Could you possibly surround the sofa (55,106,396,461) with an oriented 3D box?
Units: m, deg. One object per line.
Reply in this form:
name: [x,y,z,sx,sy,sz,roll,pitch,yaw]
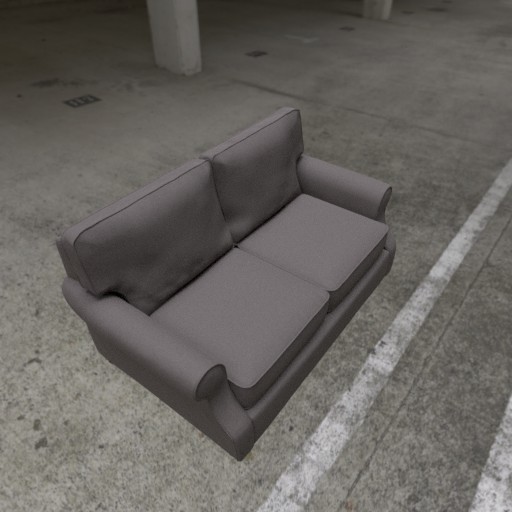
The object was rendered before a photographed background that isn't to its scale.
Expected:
sofa: [0.000,0.000,2.237,0.964,0.937,1.665,26,47,27]
